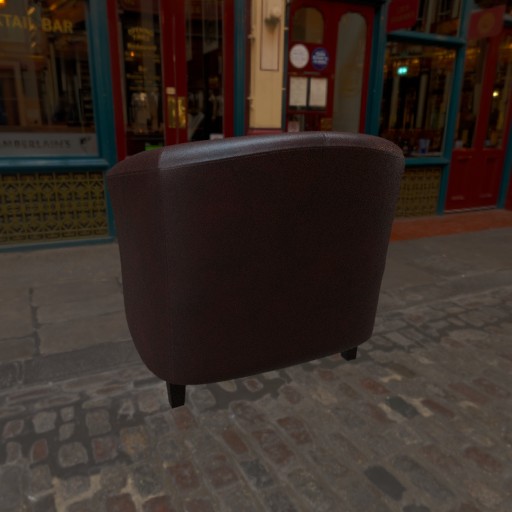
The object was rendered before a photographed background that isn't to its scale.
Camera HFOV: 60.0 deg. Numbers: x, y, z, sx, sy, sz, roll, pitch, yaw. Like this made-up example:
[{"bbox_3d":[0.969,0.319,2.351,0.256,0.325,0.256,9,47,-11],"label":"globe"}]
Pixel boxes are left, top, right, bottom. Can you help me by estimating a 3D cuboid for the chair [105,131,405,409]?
[{"bbox_3d":[0.000,0.000,1.394,0.792,0.756,0.727,-8,17,-25],"label":"chair"}]
